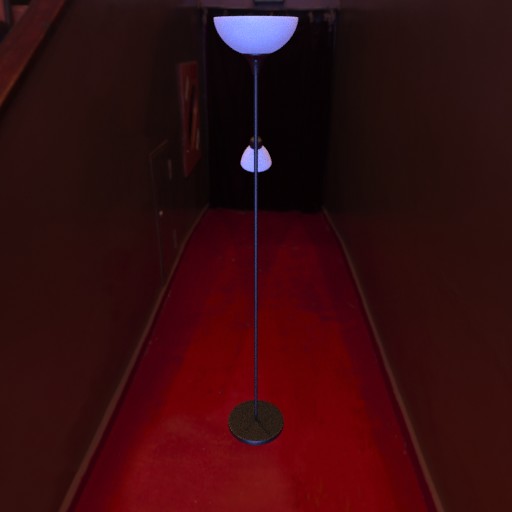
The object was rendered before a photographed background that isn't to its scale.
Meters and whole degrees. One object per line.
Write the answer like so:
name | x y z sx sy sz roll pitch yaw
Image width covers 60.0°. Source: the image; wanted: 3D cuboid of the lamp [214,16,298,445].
lamp | 0.000 0.000 1.911 0.279 1.804 0.442 0 26 0
